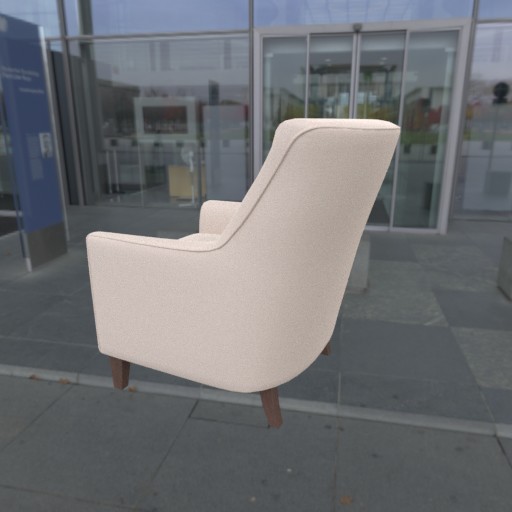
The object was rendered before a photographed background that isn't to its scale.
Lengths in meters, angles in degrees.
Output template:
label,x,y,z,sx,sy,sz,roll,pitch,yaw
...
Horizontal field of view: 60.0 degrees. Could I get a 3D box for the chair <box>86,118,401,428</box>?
label,x,y,z,sx,sy,sz,roll,pitch,yaw
chair,0.000,0.000,1.559,0.879,0.916,0.756,8,18,25
